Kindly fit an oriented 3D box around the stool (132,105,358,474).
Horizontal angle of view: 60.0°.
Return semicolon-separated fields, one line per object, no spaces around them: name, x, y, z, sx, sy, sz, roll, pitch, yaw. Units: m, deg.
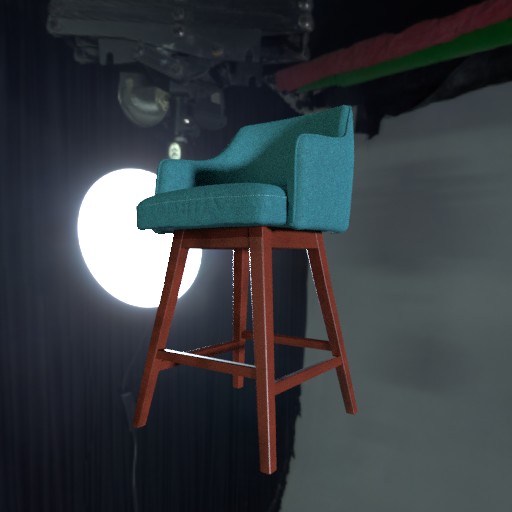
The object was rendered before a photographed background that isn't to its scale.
stool;0.000;0.000;1.330;0.548;0.961;0.556;0;0;36
